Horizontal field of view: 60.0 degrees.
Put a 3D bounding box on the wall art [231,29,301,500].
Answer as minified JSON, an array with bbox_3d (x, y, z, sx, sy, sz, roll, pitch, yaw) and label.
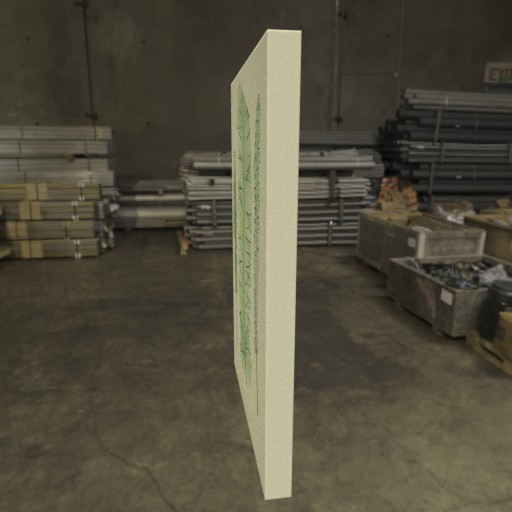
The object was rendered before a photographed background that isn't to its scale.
[{"bbox_3d":[0.000,0.000,0.759,0.038,0.608,0.418,-2,13,-8],"label":"wall art"}]
